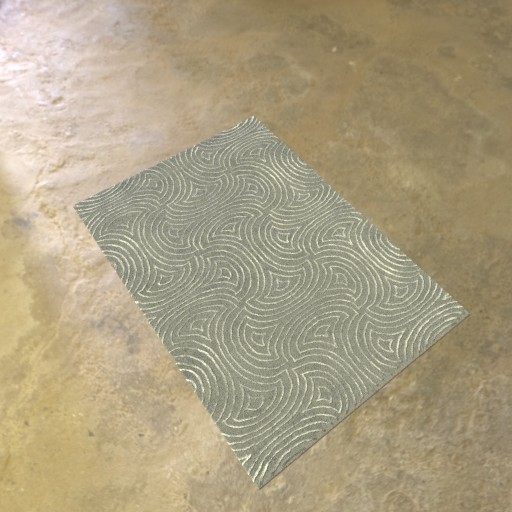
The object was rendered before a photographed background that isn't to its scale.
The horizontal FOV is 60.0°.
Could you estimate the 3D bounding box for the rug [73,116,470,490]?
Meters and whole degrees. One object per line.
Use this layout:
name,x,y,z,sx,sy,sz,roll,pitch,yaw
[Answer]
rug,0.000,0.000,2.814,1.543,0.015,2.144,-32,63,-19
